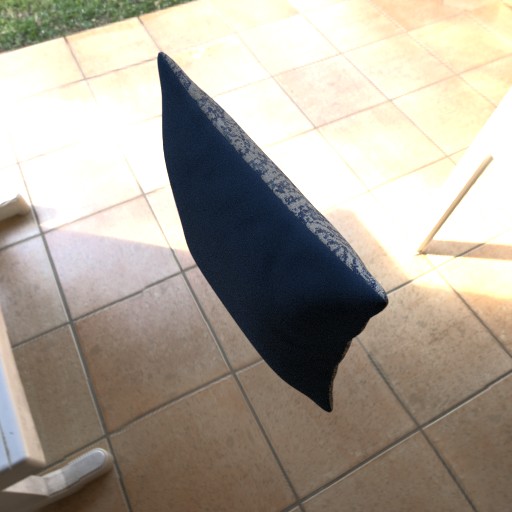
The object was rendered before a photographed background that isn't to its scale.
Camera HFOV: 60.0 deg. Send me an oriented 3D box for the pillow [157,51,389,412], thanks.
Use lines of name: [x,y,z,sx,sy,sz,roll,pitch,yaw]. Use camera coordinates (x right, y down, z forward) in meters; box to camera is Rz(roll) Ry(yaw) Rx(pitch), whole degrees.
pillow: [0.000,0.000,0.788,0.166,0.510,0.523,-30,63,-17]
